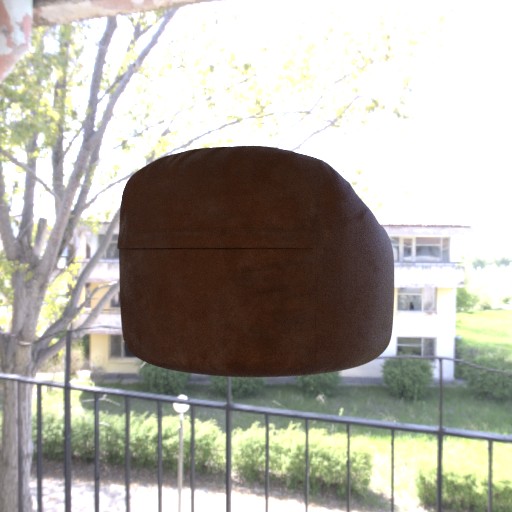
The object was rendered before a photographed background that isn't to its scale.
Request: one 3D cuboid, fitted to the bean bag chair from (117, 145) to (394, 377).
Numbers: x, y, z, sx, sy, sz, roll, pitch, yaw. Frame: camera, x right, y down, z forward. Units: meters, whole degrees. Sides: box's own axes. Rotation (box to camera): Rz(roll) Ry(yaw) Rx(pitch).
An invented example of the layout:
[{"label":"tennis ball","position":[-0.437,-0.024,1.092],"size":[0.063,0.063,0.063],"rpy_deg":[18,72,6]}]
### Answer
[{"label":"bean bag chair","position":[0.000,0.000,1.531],"size":[0.918,0.616,0.918],"rpy_deg":[0,1,0]}]
